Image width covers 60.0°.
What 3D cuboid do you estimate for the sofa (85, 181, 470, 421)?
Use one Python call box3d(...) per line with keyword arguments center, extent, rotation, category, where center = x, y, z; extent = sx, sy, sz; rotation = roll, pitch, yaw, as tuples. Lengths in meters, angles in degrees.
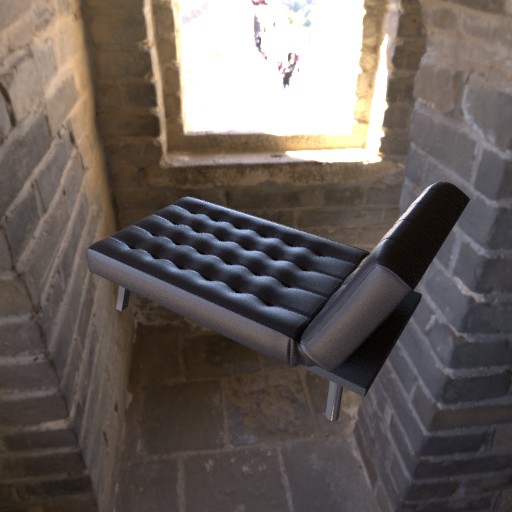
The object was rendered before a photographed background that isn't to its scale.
box3d(center=(0.000, 0.000, 2.054), extent=(1.560, 0.820, 0.760), rotation=(20, 37, 28), category="sofa")
